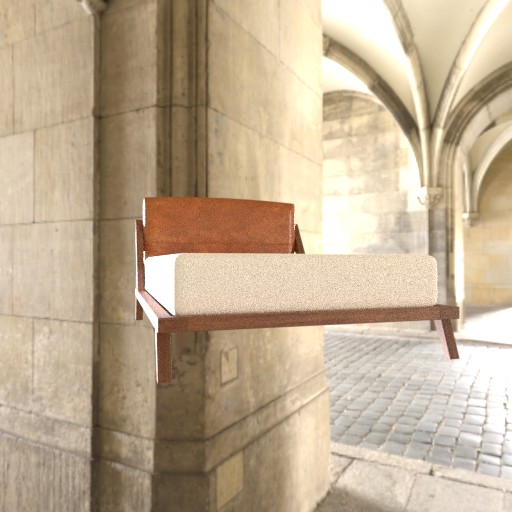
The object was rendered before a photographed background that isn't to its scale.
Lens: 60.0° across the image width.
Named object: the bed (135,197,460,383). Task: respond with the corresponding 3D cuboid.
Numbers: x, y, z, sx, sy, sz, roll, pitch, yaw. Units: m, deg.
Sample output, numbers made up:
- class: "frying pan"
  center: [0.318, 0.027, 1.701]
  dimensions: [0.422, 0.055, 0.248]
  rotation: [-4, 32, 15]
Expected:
- class: "bed"
  center: [0.000, 0.000, 3.331]
  dimensions: [1.651, 1.168, 2.311]
  rotation: [0, -1, -18]
